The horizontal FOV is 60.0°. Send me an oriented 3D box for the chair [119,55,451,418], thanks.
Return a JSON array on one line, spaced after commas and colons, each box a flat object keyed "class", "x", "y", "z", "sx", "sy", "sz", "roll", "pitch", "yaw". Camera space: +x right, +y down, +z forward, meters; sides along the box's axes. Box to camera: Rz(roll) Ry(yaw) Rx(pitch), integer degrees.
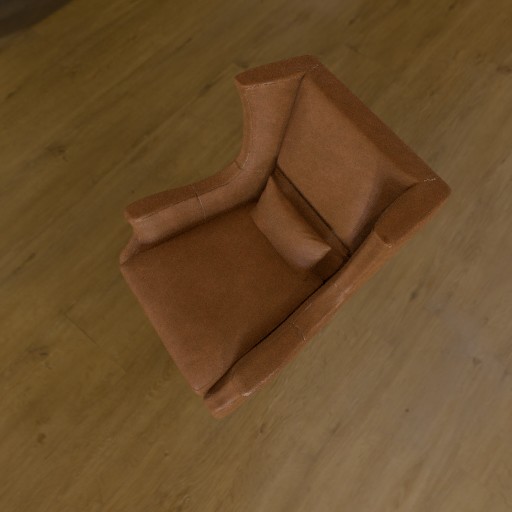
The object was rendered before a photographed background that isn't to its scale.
[{"class": "chair", "x": 0.000, "y": 0.000, "z": 1.705, "sx": 0.925, "sy": 1.016, "sz": 0.852, "roll": -32, "pitch": 69, "yaw": -14}]
